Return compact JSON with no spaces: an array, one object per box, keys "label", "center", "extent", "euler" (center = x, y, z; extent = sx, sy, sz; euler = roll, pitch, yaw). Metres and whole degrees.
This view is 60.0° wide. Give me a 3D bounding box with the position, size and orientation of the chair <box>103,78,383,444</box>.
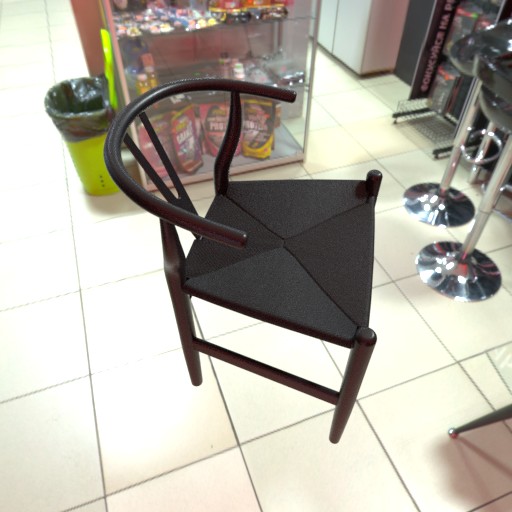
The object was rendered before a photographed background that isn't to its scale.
[{"label":"chair","center":[0.000,0.000,1.125],"extent":[0.579,0.730,0.569],"euler":[9,46,9]}]
